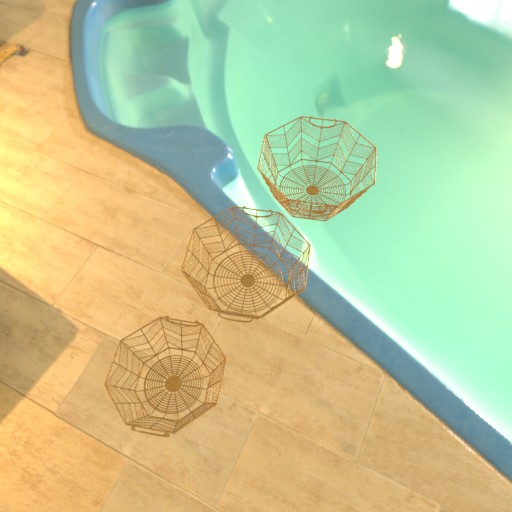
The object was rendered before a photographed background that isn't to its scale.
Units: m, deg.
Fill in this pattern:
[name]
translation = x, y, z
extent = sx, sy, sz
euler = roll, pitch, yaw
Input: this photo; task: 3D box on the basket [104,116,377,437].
[basket]
translation = 0.000, 0.000, 1.434
extent = 0.432, 0.178, 1.245
euler = 28, 63, 16
